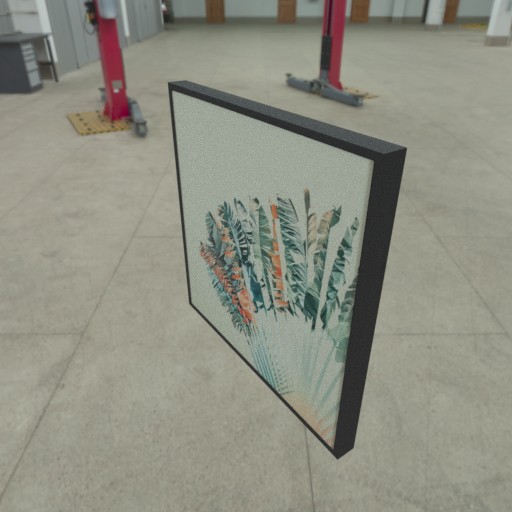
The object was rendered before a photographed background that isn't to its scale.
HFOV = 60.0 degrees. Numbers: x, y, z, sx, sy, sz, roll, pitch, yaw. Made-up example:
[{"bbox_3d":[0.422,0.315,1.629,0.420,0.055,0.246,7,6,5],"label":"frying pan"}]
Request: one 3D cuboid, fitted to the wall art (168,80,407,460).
[{"bbox_3d":[0.000,0.000,0.774,0.037,0.507,0.509,-20,36,-30],"label":"wall art"}]
